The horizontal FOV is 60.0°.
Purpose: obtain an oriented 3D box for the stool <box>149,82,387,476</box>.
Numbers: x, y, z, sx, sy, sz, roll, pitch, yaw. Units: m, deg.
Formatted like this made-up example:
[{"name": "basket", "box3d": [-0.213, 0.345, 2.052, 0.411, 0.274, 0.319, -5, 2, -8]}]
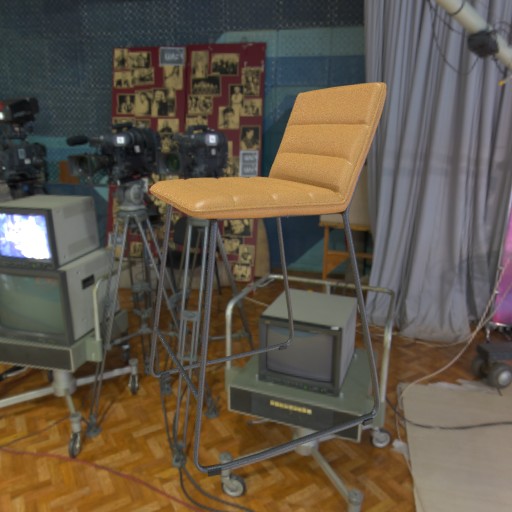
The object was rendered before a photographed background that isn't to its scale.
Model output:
[{"name": "stool", "box3d": [0.000, 0.000, 1.186, 0.524, 0.866, 0.489, -8, 18, -25]}]
